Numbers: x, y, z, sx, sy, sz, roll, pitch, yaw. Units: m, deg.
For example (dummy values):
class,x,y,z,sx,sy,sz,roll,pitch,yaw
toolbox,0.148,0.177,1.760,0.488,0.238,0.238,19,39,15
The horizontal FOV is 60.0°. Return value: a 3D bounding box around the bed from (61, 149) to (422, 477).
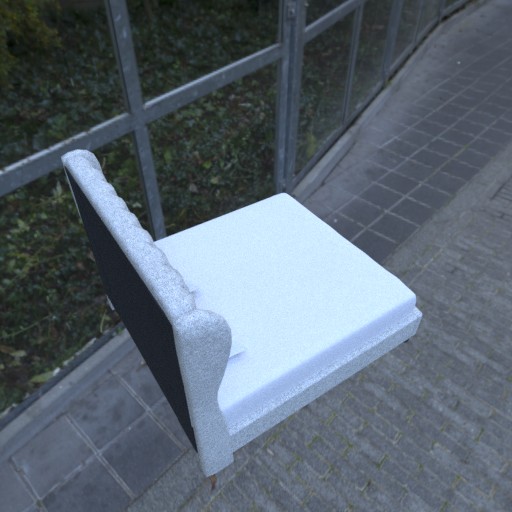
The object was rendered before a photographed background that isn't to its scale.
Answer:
class,x,y,z,sx,sy,sz,roll,pitch,yaw
bed,0.000,0.000,3.917,2.347,1.771,2.219,-24,47,-24
